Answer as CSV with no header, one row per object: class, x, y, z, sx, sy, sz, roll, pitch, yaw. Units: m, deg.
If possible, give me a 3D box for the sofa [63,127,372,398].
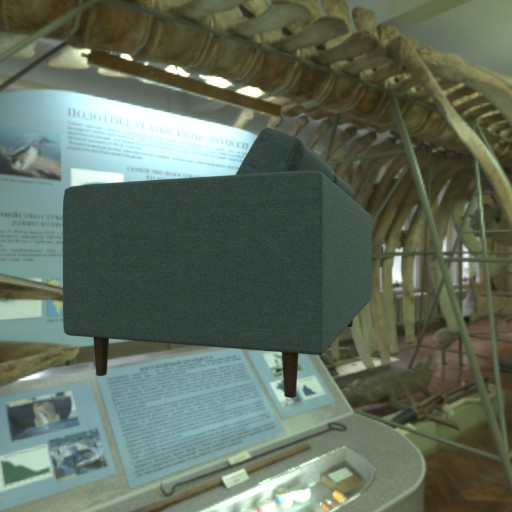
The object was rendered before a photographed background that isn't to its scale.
sofa,0.000,0.000,2.249,0.999,0.907,1.659,0,1,20
